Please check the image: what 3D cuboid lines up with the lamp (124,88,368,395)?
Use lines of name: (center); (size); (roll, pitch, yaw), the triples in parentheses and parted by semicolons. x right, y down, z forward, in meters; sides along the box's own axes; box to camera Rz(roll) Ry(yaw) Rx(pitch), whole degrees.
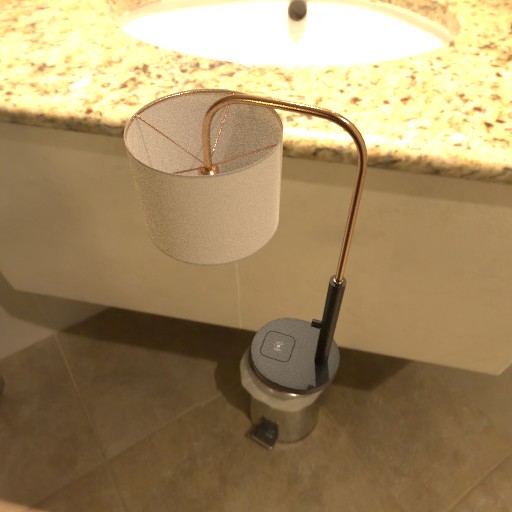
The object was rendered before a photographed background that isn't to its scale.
lamp: (0.000, 0.000, 0.702); (0.337, 0.540, 0.199); (15, 50, 13)
